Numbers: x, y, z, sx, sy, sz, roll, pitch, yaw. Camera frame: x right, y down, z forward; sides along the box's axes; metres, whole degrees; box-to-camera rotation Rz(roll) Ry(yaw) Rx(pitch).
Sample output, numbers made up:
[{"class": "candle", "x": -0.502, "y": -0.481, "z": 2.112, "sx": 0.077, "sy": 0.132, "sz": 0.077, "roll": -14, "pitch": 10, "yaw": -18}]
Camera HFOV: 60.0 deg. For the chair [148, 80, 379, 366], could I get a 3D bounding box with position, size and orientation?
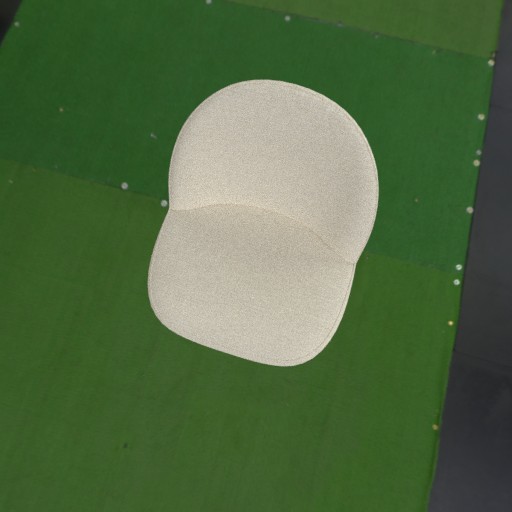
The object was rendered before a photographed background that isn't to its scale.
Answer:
[{"class": "chair", "x": 0.000, "y": 0.000, "z": 1.212, "sx": 0.532, "sy": 0.838, "sz": 0.540, "roll": 17, "pitch": 77, "yaw": 4}]
